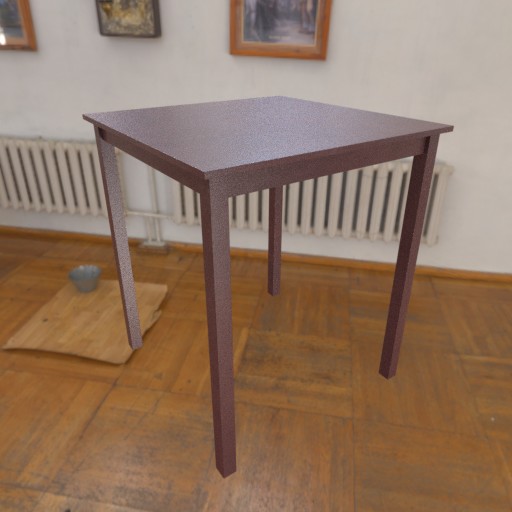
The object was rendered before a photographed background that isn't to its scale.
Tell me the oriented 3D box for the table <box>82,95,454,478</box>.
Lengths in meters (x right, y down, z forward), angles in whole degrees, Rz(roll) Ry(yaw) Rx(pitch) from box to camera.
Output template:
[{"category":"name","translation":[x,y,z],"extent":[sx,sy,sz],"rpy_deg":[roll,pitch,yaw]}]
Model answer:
[{"category":"table","translation":[0.000,0.000,1.659],"extent":[0.861,0.991,0.861],"rpy_deg":[-18,32,-31]}]
